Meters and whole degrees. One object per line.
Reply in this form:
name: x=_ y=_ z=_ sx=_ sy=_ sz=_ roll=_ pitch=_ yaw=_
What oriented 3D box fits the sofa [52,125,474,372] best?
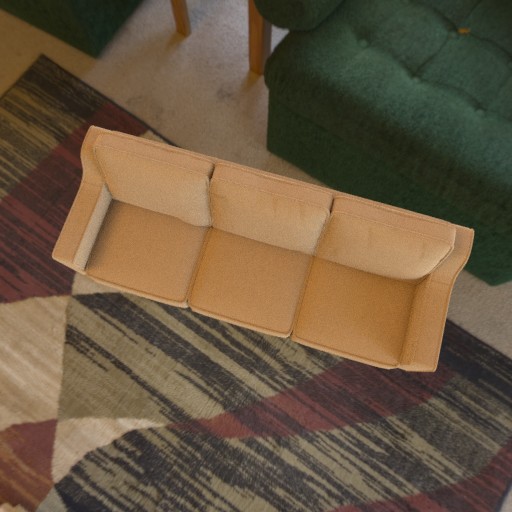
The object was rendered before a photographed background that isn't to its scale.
sofa: x=0.000 y=0.000 z=2.544 sx=2.131 sy=0.902 sz=0.791 roll=16 pitch=76 yaw=4
